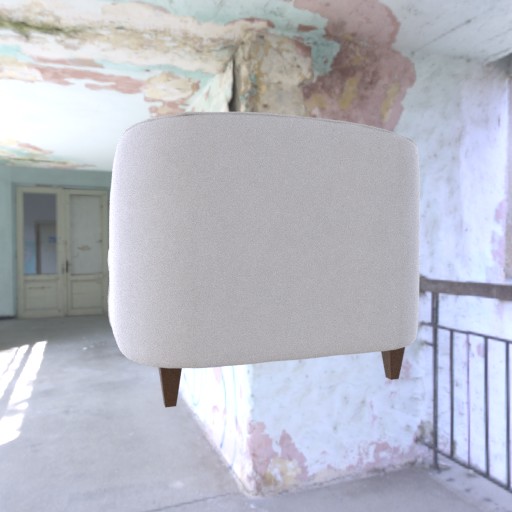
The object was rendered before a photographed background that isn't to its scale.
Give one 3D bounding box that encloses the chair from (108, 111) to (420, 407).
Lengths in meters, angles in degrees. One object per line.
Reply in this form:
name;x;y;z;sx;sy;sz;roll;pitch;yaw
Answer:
chair;0.000;0.000;1.756;1.104;0.852;0.941;-1;2;-20
